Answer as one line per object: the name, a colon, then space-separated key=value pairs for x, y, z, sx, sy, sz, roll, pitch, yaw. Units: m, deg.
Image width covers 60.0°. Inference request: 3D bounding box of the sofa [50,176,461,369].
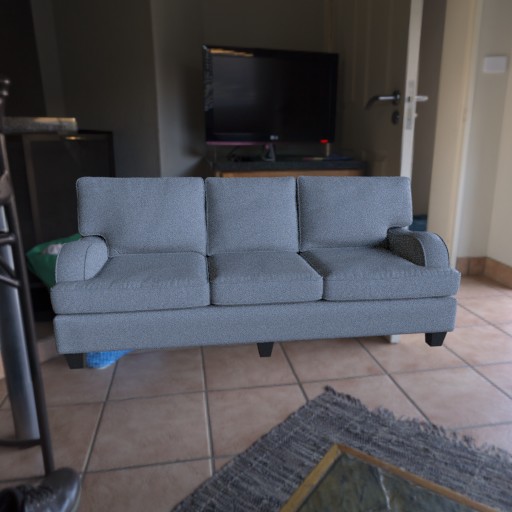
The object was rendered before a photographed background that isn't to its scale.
sofa: x=0.000 y=0.000 z=2.887 sx=2.323 sy=0.997 sz=1.016 roll=-2 pitch=15 yaw=-7
